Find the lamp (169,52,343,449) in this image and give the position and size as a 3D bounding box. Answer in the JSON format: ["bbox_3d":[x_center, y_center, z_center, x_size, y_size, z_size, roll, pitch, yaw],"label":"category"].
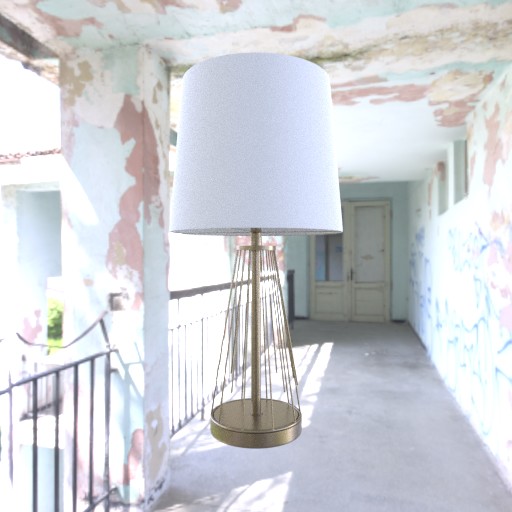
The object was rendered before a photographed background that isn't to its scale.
[{"bbox_3d":[0.000,0.000,0.789,0.303,0.618,0.303,0,0,0],"label":"lamp"}]
